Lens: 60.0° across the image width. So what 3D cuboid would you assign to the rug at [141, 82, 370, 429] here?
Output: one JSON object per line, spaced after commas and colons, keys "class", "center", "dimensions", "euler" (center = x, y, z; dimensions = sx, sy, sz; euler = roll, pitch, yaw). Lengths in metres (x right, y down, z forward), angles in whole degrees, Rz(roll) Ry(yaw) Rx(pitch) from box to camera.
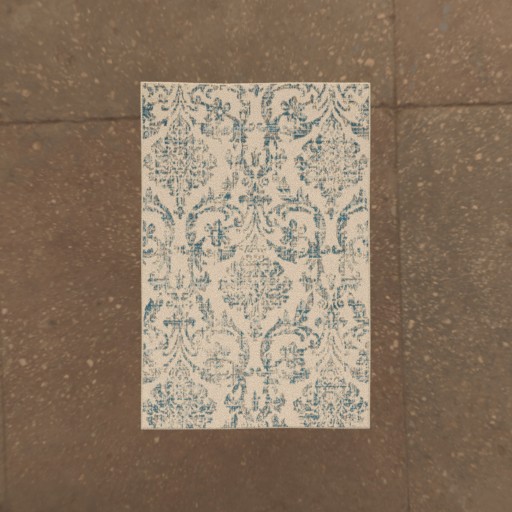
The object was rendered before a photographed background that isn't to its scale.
{"class": "rug", "center": [0.000, 0.000, 2.341], "dimensions": [1.213, 0.012, 1.831], "euler": [0, 90, -1]}
